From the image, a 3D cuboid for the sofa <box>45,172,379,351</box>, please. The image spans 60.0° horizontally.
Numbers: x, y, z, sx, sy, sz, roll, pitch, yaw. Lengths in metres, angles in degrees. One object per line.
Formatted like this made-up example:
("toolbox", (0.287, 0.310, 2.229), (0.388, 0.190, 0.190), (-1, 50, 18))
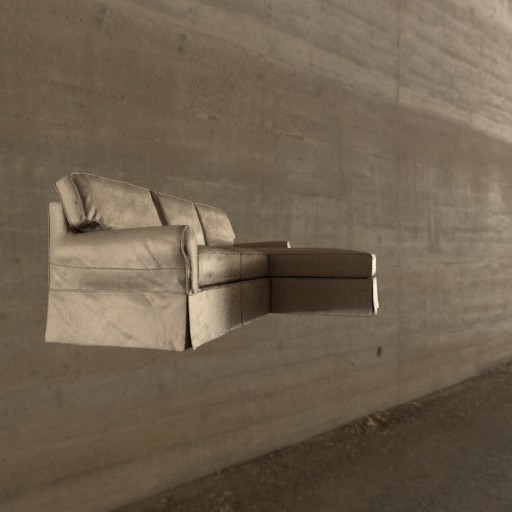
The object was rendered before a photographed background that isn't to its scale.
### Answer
("sofa", (0.000, 0.000, 3.360), (1.733, 0.978, 2.475), (0, 0, 17))
